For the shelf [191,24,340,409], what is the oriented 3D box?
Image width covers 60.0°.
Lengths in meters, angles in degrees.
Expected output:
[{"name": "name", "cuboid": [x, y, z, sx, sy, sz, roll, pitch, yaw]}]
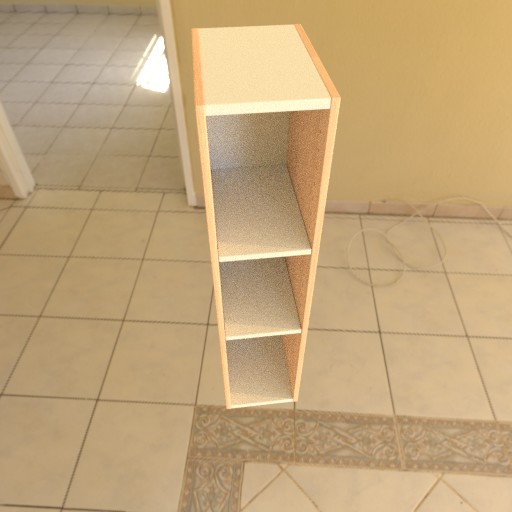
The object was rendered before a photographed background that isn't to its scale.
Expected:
[{"name": "shelf", "cuboid": [0.000, 0.000, 1.007, 0.197, 0.882, 0.290, -5, 46, -5]}]
